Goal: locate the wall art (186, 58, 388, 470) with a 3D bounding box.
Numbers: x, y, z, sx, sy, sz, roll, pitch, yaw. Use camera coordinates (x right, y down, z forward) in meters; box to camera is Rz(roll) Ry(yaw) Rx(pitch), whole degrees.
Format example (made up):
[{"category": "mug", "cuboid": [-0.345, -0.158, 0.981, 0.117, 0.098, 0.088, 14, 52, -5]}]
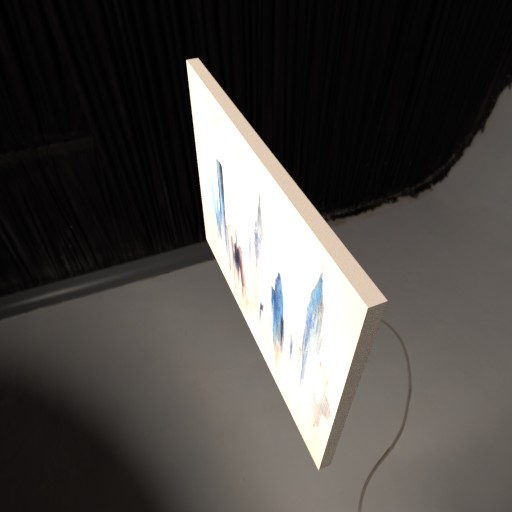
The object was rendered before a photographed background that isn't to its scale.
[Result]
[{"category": "wall art", "cuboid": [0.000, 0.000, 1.308, 0.038, 0.762, 1.016, -17, 49, -15]}]
